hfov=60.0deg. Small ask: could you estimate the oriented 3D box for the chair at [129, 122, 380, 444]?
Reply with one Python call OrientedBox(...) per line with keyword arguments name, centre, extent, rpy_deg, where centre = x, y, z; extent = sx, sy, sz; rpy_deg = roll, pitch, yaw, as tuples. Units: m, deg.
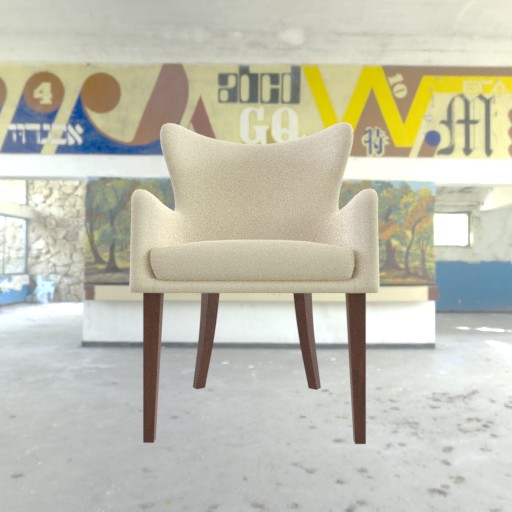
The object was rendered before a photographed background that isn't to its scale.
OrientedBox(name="chair", centre=(0.000, 0.000, 1.499), extent=(0.696, 0.990, 0.744), rpy_deg=(0, -1, 1))
